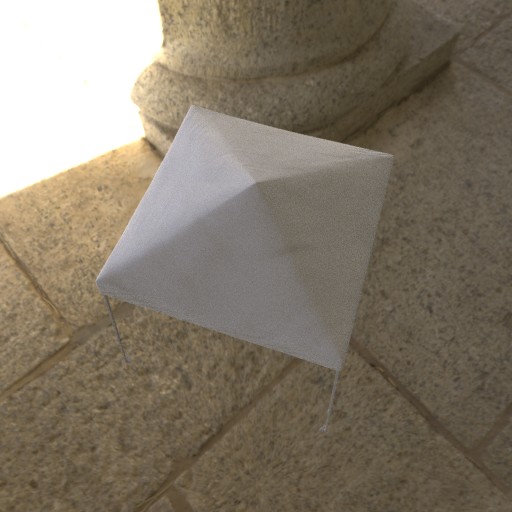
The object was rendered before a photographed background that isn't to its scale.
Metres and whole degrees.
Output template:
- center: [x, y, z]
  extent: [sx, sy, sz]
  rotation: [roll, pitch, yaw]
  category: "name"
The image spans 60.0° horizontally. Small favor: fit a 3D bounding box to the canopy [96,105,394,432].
- center: [0.000, 0.000, 6.600]
  extent: [3.600, 3.600, 3.599]
  rotation: [17, 64, 8]
  category: "canopy"
